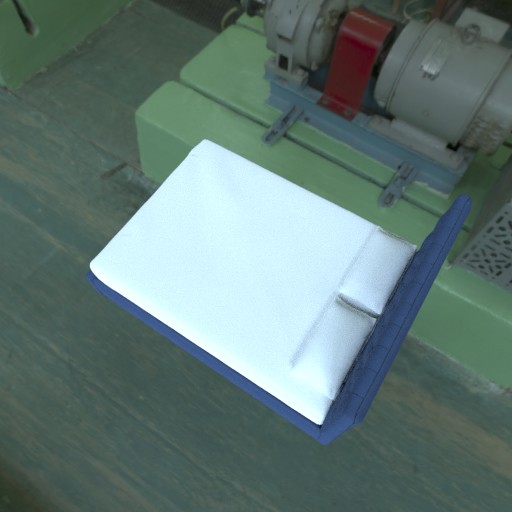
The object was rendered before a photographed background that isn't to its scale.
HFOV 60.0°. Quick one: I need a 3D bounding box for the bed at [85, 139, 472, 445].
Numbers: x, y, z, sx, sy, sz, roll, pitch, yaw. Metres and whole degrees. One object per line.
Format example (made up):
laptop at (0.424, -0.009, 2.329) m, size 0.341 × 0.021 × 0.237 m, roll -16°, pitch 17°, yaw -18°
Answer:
bed at (0.000, 0.000, 3.524) m, size 2.387 × 1.427 × 1.706 m, roll 30°, pitch 67°, yaw 14°
